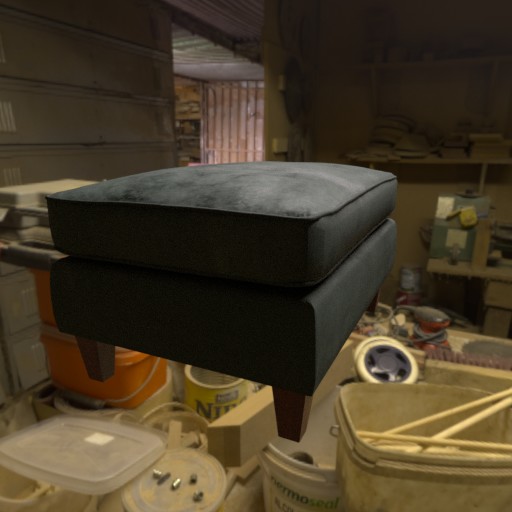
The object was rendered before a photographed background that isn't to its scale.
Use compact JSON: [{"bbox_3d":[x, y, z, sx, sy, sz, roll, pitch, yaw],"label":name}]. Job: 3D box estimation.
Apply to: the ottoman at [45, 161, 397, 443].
[{"bbox_3d":[0.000,0.000,1.222,0.632,0.495,0.864,7,17,25],"label":"ottoman"}]
